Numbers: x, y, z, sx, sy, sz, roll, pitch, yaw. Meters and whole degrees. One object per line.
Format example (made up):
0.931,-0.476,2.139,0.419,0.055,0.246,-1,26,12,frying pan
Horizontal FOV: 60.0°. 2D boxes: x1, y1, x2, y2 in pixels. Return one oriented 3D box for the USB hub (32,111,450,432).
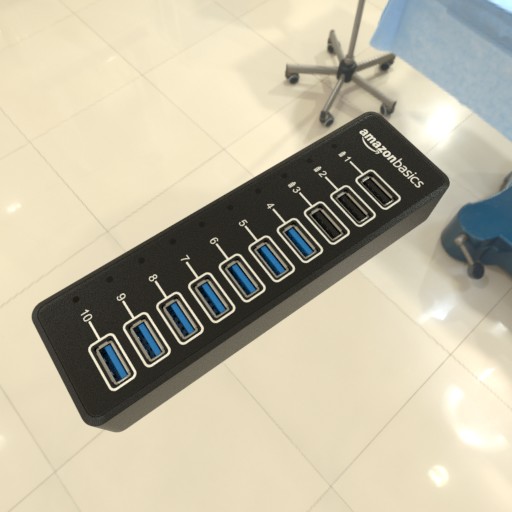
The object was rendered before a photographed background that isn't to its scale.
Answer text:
0.000,0.000,0.159,0.145,0.023,0.044,-33,69,-15,USB hub
